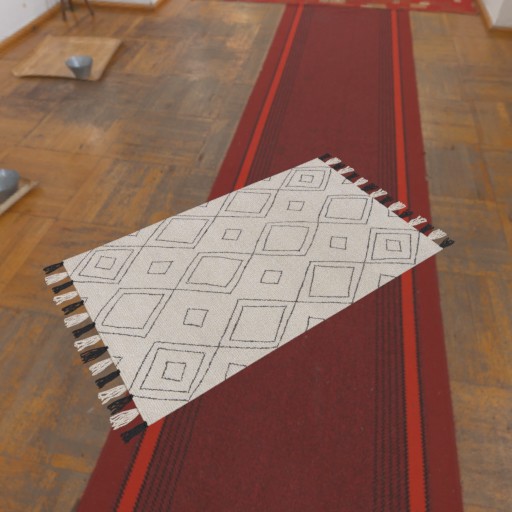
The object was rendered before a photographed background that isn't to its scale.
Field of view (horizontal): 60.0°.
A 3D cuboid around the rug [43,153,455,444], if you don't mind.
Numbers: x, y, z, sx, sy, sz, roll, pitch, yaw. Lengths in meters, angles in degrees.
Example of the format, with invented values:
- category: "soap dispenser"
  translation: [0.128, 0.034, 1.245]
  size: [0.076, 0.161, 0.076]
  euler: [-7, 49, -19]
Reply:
- category: "rug"
  translation: [0.000, 0.000, 3.311]
  size: [2.755, 0.021, 1.524]
  euler: [-26, 51, -23]
